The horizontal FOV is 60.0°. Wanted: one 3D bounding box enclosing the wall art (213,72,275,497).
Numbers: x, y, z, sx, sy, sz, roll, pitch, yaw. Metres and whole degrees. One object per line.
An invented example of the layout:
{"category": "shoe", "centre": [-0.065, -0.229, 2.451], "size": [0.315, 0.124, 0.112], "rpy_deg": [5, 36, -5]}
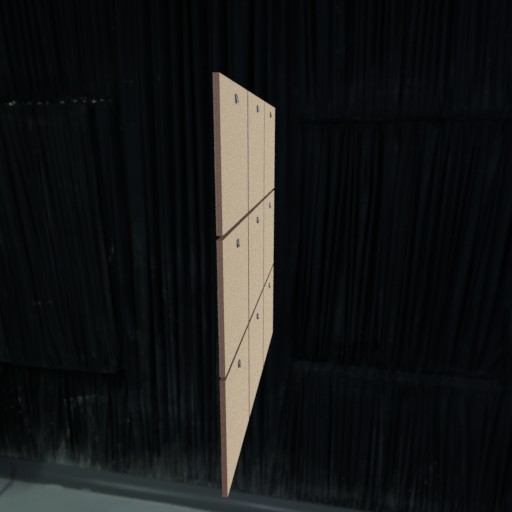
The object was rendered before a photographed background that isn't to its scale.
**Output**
{"category": "wall art", "centre": [0.000, 0.000, 1.330], "size": [0.018, 0.904, 0.906], "rpy_deg": [2, 15, 8]}
